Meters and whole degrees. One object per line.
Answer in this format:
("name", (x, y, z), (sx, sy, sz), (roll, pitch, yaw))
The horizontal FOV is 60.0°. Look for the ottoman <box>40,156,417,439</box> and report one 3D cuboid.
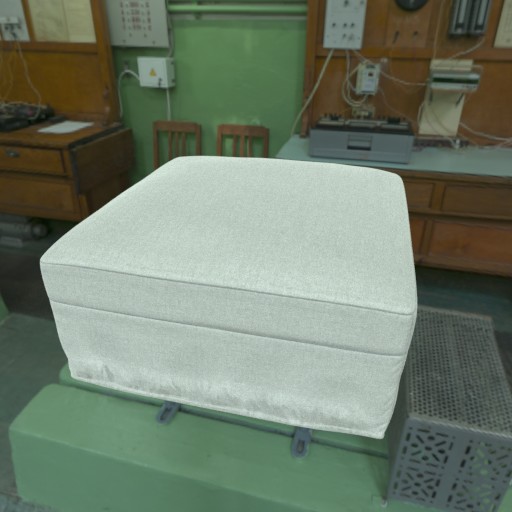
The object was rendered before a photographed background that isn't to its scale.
("ottoman", (0.000, 0.000, 1.332), (0.843, 0.436, 0.840), (7, 30, 12))
